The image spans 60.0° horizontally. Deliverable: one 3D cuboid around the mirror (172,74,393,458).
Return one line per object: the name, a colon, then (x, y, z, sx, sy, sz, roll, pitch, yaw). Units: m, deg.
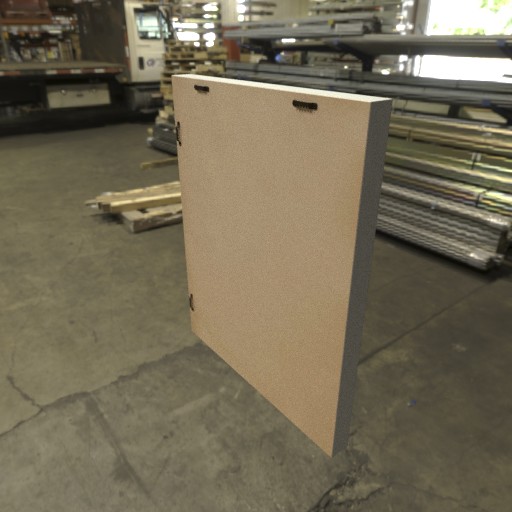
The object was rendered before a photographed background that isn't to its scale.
mirror: (0.000, 0.000, 0.700, 0.041, 0.508, 0.405, -19, 32, -34)
